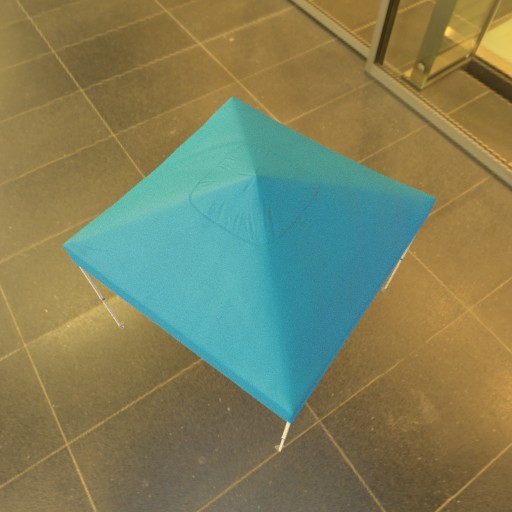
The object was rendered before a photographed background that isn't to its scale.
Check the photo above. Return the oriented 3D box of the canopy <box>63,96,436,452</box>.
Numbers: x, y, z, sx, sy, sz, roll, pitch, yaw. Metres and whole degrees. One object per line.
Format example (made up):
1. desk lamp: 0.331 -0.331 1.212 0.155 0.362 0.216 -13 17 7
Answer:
1. canopy: 0.000 0.000 5.550 2.998 2.997 2.996 32 64 18
